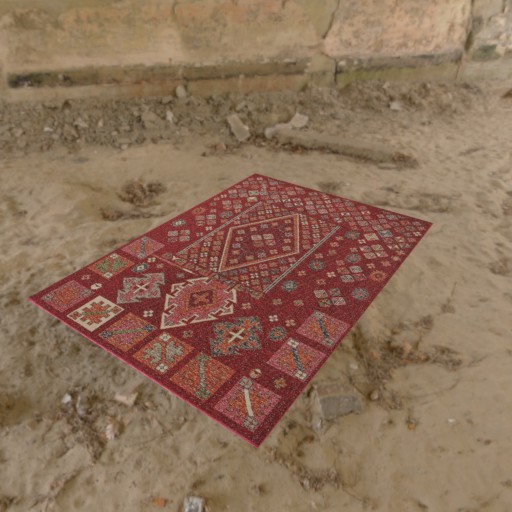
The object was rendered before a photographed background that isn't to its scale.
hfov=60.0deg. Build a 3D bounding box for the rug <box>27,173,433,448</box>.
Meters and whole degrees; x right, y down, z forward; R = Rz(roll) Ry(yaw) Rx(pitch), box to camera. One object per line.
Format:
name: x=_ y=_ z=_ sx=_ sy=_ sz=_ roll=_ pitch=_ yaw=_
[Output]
rug: x=0.000 y=0.000 z=4.277 sx=2.389 sy=0.011 sz=3.306 roll=21 pitch=39 yaw=29
